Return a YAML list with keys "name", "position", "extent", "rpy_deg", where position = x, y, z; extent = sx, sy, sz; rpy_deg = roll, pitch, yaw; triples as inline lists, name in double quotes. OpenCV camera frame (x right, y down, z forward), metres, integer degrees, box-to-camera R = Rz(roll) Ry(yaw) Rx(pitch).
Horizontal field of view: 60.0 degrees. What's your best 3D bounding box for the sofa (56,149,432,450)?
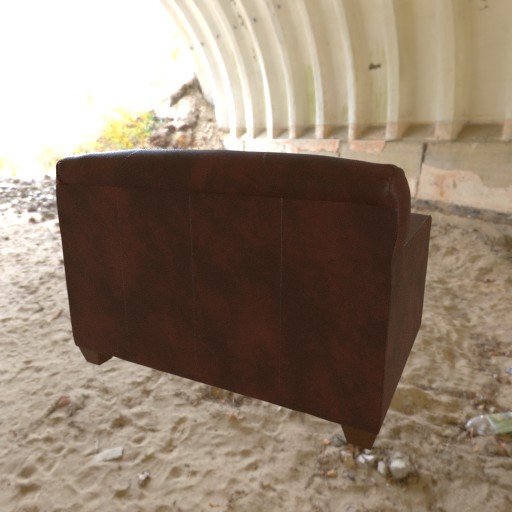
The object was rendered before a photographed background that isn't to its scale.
- name: "sofa"
  position: [0.000, 0.000, 2.009]
  extent: [1.413, 0.956, 1.000]
  rpy_deg: [8, 17, 26]
